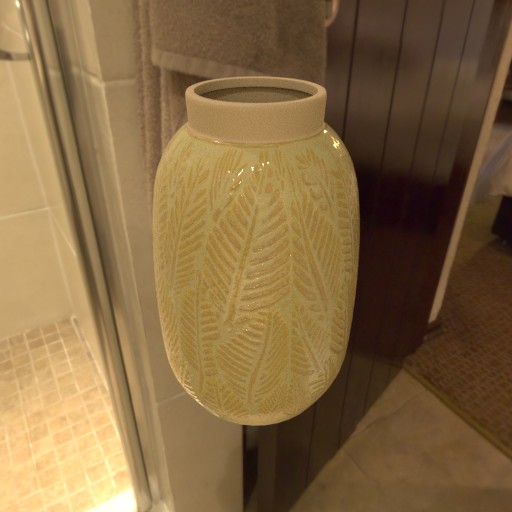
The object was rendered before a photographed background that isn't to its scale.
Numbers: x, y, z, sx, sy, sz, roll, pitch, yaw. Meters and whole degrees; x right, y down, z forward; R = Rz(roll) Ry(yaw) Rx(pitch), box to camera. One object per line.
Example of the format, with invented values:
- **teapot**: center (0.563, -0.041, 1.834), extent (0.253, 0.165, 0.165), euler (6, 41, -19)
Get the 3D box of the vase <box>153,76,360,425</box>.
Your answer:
- **vase**: center (0.000, 0.000, 0.375), extent (0.172, 0.270, 0.172), euler (0, 32, 0)
